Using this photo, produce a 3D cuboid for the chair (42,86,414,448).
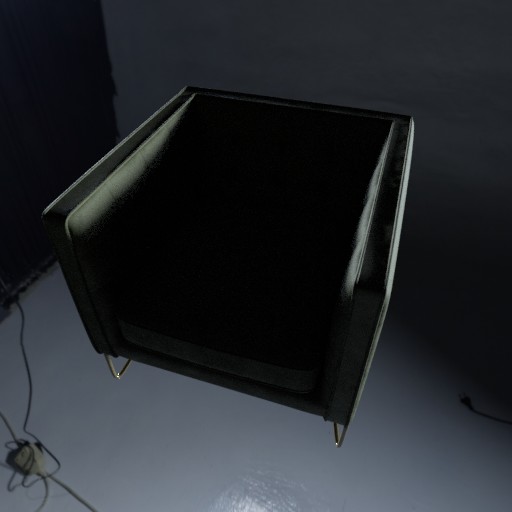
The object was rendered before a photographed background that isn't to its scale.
[{"bbox_3d":[0.000,0.000,1.556,0.880,0.790,0.894,12,44,13],"label":"chair"}]
